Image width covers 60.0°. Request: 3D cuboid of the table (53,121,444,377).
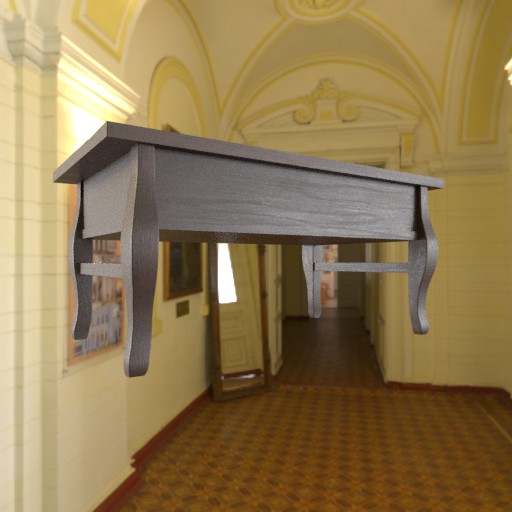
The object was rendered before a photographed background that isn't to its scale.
[{"bbox_3d":[0.000,0.000,1.366,1.062,0.494,0.600,0,-1,-34],"label":"table"}]
